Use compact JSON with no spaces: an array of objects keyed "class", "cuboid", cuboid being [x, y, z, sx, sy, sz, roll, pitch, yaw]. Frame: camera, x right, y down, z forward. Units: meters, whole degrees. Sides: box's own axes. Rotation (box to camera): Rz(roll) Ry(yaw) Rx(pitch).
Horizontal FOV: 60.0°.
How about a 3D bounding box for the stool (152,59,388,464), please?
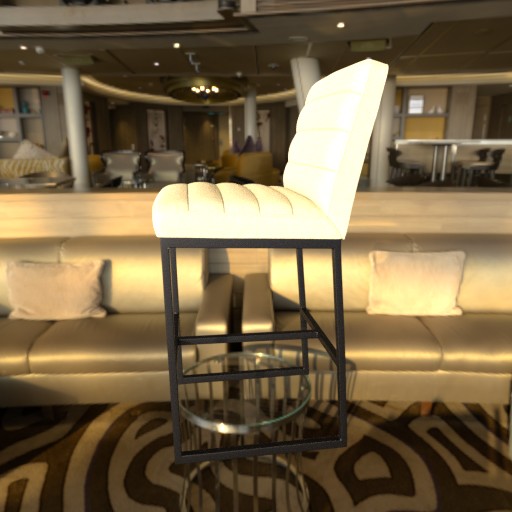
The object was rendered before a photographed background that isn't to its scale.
[{"class":"stool","cuboid":[0.000,0.000,1.320,0.560,1.040,0.460,-2,14,-8]}]
